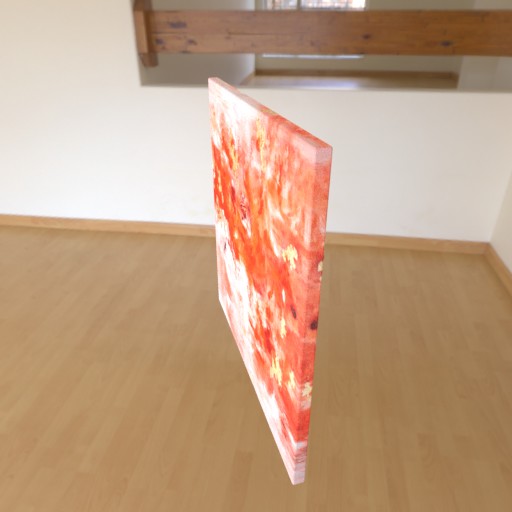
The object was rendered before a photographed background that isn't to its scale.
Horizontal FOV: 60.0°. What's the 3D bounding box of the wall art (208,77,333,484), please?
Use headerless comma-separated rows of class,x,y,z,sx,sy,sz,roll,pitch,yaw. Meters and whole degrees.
wall art,0.000,0.000,1.305,0.066,0.878,0.878,-8,30,-15
